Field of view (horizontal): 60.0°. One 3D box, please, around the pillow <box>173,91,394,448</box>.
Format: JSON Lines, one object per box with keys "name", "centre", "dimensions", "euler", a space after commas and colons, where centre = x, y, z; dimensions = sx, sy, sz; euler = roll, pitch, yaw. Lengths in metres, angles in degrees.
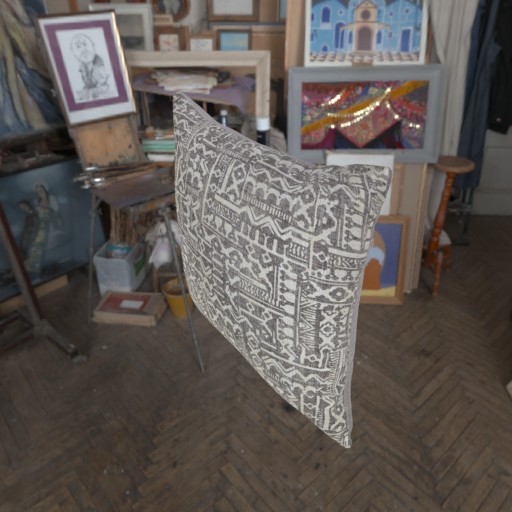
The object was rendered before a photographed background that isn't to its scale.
{"name": "pillow", "centre": [0.000, 0.000, 0.797], "dimensions": [0.180, 0.487, 0.546], "euler": [-20, 37, -29]}
